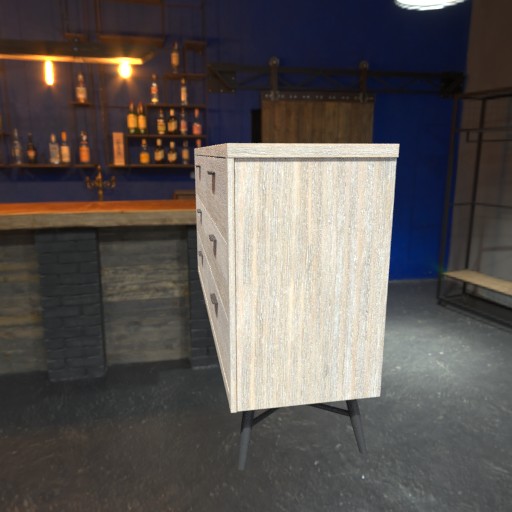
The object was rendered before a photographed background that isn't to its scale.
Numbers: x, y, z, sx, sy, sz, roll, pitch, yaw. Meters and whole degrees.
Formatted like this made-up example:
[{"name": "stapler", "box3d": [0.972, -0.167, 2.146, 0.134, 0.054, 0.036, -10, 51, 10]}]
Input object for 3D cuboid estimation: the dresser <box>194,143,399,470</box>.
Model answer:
[{"name": "dresser", "box3d": [0.000, 0.000, 1.920, 0.457, 0.914, 1.524, -2, 13, -10]}]
